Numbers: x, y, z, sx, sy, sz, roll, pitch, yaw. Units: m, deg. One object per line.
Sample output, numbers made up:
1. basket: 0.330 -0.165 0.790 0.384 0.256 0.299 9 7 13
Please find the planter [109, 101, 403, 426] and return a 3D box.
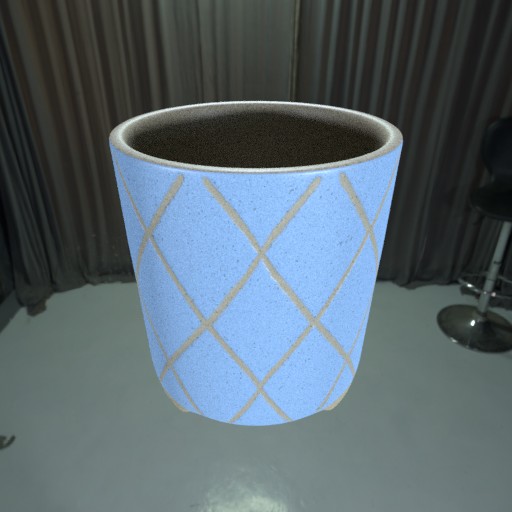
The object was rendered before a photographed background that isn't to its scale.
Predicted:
1. planter: 0.000 0.000 0.347 0.191 0.200 0.191 0 29 0
